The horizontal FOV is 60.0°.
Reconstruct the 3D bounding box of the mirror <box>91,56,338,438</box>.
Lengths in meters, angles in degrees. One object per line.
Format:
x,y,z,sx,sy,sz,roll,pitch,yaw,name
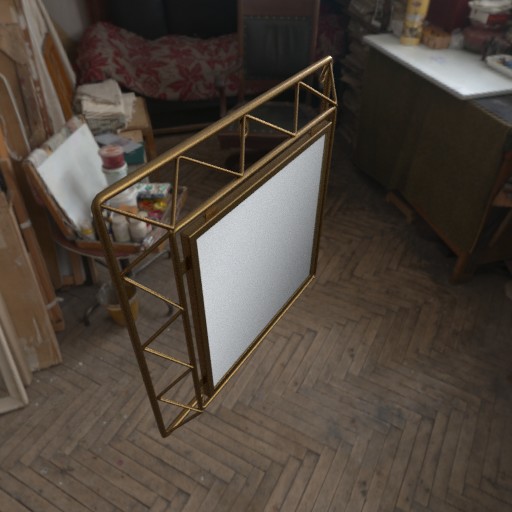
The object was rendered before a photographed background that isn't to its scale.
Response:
0.000,0.000,0.608,0.046,0.414,0.416,25,48,25,mirror
